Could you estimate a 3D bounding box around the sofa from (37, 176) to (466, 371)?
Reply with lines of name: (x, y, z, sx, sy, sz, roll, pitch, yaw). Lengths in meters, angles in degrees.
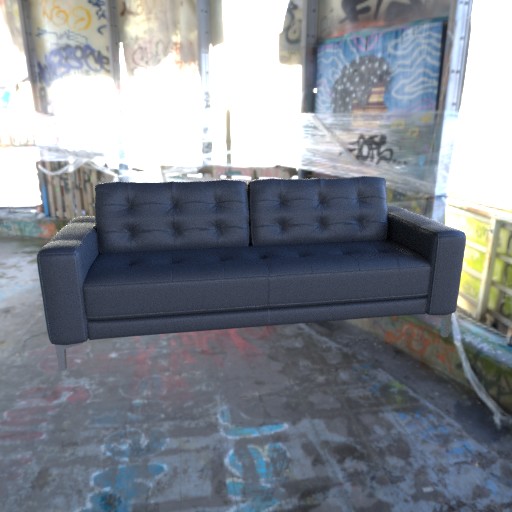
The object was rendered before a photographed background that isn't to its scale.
sofa: (0.000, 0.000, 2.698, 2.275, 0.893, 0.833, -3, 17, -10)
